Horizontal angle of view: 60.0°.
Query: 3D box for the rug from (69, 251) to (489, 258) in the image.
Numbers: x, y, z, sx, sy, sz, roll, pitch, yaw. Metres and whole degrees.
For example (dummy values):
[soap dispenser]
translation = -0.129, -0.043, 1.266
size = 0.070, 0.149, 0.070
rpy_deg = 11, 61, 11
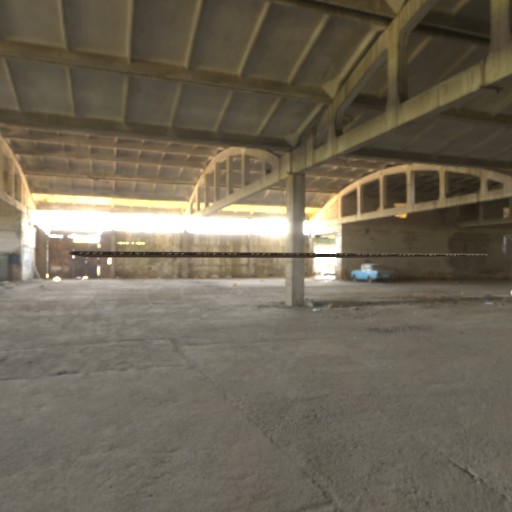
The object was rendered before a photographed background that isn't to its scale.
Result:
[rug]
translation = 0.000, 0.000, 3.910
size = 2.902, 0.017, 2.306
rpy_deg = 0, -1, -19
